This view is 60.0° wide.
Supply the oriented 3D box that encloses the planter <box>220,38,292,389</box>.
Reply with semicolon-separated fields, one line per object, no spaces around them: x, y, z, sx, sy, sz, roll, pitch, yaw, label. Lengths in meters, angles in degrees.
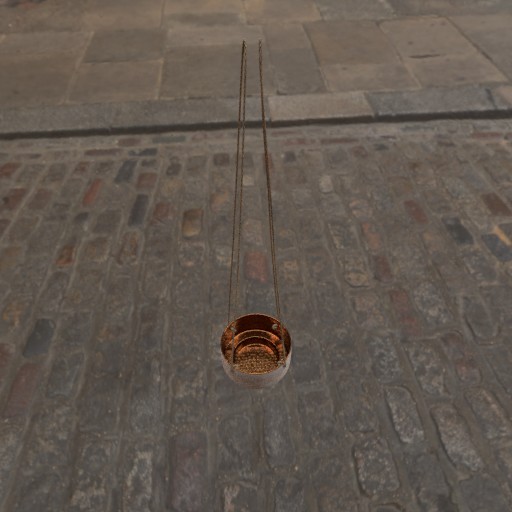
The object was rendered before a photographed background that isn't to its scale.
0.000;0.000;1.096;0.223;1.030;0.223;-4;47;-3;planter
